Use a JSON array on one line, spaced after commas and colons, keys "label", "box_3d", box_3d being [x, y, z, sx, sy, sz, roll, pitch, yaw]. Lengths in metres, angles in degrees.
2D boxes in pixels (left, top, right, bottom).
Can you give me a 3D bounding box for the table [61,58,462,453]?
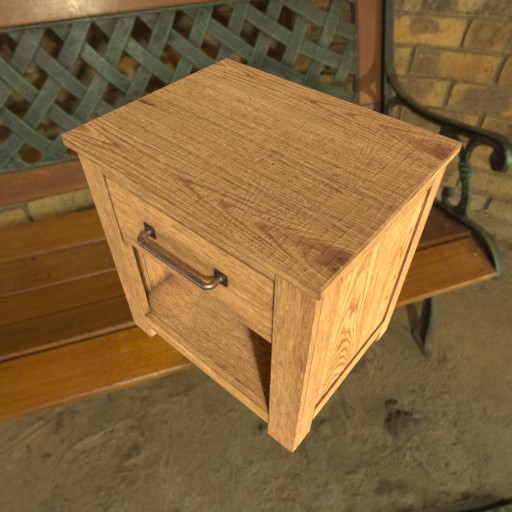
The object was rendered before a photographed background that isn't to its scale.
[{"label": "table", "box_3d": [0.000, 0.000, 1.058, 0.601, 0.625, 0.494, 31, 54, 27]}]
